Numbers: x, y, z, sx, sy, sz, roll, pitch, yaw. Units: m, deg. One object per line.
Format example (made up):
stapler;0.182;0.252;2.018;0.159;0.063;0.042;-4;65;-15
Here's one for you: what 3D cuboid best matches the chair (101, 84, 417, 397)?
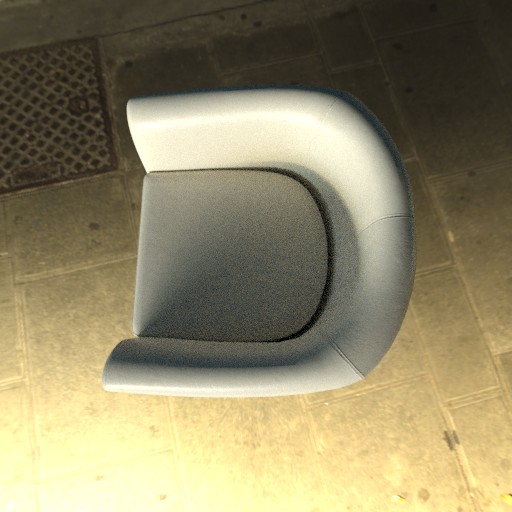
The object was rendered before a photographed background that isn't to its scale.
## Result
chair;0.000;0.000;1.349;0.727;0.756;0.792;1;76;0
